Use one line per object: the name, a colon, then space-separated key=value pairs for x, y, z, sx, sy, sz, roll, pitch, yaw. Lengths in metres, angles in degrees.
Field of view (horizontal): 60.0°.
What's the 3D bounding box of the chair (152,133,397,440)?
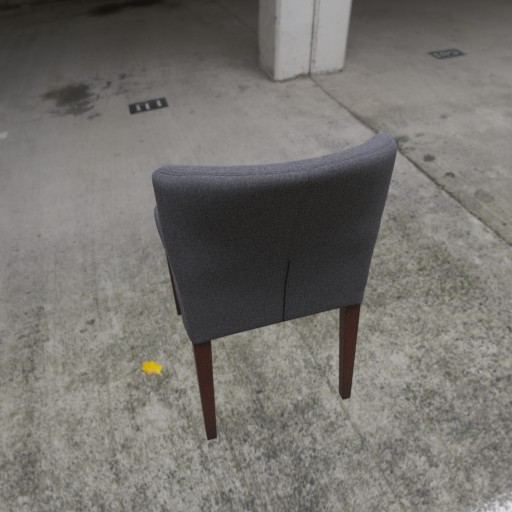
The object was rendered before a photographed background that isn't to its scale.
chair: x=0.000 y=0.000 z=1.198 sx=0.491 sy=0.839 sz=0.592 roll=-12 pitch=41 yaw=-14
